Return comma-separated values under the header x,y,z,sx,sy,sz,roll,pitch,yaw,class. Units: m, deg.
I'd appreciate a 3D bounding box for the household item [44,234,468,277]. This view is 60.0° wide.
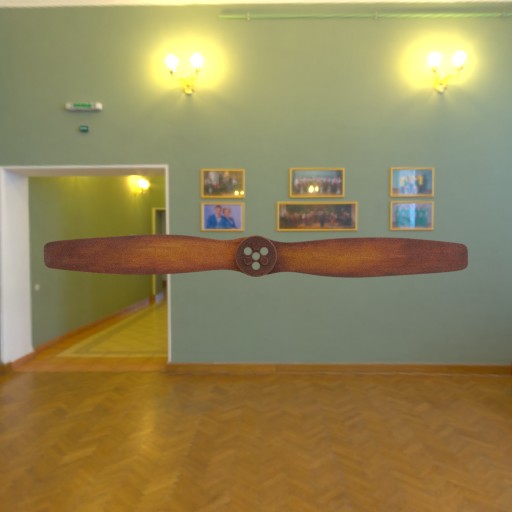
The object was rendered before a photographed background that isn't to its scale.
x,y,z,sx,sy,sz,roll,pitch,yaw,class
0.000,0.000,1.234,1.181,0.121,0.051,0,2,0,household item
